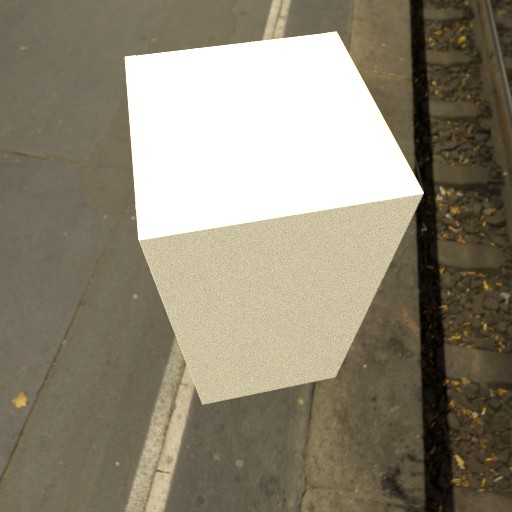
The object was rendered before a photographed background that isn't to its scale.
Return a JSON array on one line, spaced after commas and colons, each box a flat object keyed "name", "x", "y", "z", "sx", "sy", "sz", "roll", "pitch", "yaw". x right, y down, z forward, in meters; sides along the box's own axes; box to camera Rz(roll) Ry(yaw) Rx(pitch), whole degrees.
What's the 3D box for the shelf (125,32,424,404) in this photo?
[{"name": "shelf", "x": 0.000, "y": 0.000, "z": 0.762, "sx": 0.290, "sy": 0.594, "sz": 0.297, "roll": -10, "pitch": 58, "yaw": -6}]
